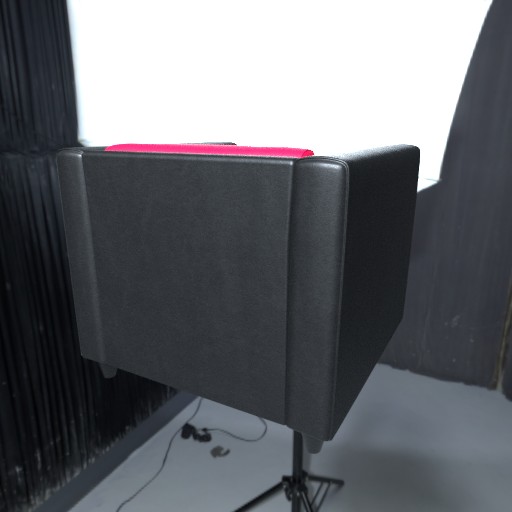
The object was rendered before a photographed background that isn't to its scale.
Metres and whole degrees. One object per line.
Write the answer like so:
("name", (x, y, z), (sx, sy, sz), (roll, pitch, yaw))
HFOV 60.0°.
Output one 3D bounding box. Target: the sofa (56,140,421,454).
("sofa", (0.000, 0.000, 1.446), (0.839, 0.724, 0.809), (9, 18, 28))
